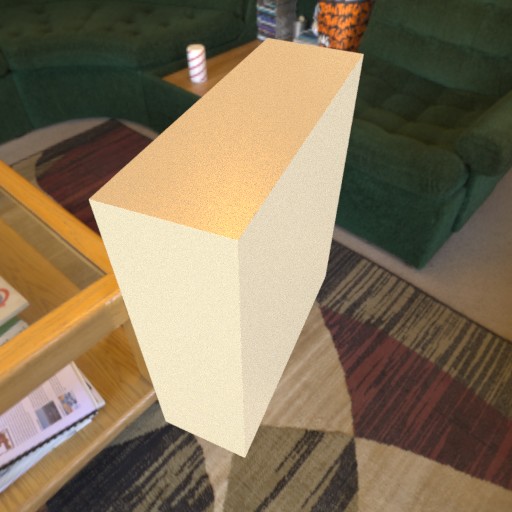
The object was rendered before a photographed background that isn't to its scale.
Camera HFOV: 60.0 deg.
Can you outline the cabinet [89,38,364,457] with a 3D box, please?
[{"bbox_3d":[0.000,0.000,1.629,0.348,1.150,0.990,18,49,16],"label":"cabinet"}]
